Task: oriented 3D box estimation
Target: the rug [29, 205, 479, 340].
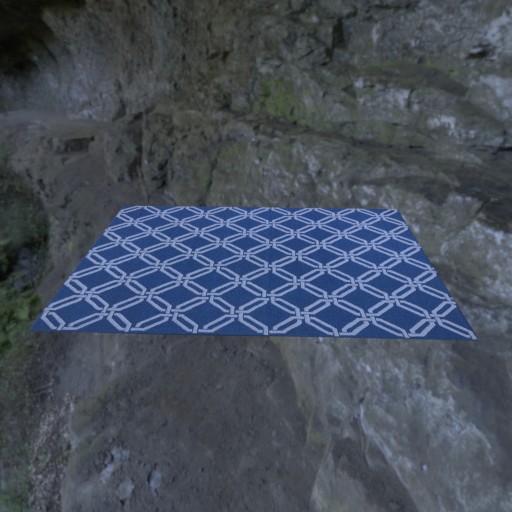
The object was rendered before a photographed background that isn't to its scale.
[{"bbox_3d":[0.000,0.000,4.348,3.342,0.018,2.432,1,29,2],"label":"rug"}]
